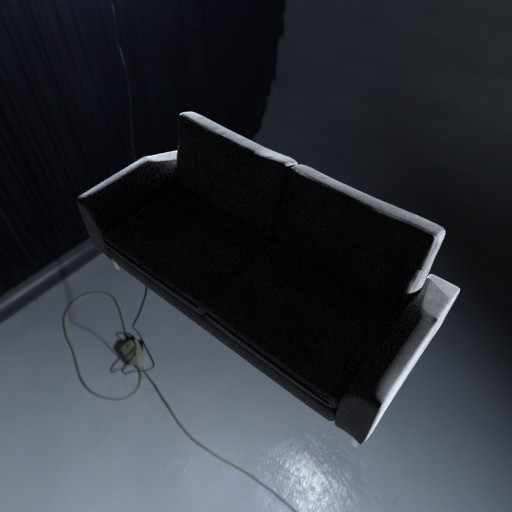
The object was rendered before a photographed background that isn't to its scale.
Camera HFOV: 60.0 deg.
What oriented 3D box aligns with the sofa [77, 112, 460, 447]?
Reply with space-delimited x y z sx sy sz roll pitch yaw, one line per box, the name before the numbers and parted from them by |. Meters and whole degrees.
sofa | 0.000 0.000 2.310 1.837 0.859 0.849 31 55 25
